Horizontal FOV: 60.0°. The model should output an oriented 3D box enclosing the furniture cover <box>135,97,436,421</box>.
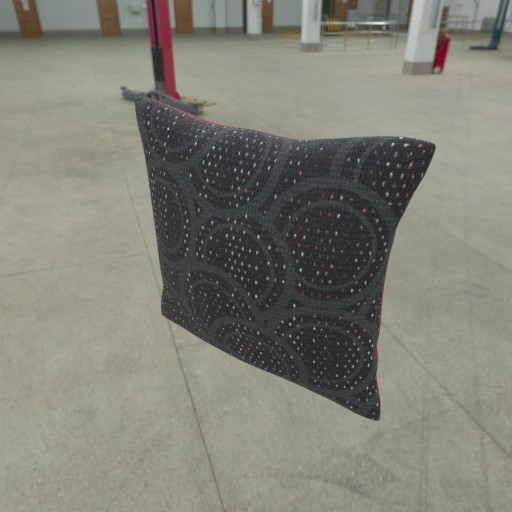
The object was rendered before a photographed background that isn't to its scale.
[{"bbox_3d":[0.000,0.000,0.816,0.552,0.509,0.193,19,35,30],"label":"furniture cover"}]
